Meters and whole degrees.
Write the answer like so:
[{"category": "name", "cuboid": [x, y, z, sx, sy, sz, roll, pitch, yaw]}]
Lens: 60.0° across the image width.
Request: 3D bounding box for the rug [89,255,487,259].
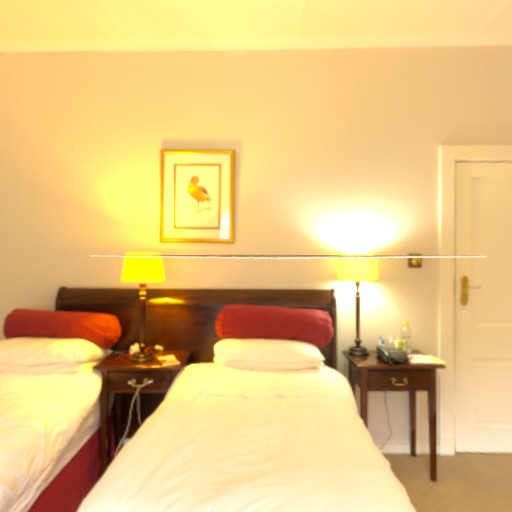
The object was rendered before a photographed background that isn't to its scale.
[{"category": "rug", "cuboid": [0.000, 0.000, 2.940, 1.522, 0.008, 2.284, 0, 0, -37]}]
